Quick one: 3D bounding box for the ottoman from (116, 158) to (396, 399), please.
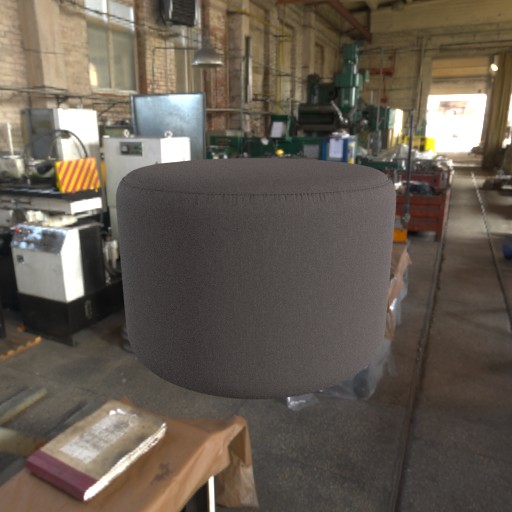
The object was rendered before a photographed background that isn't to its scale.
[{"bbox_3d":[0.000,0.000,1.042,0.608,0.433,0.608,0,16,0],"label":"ottoman"}]
